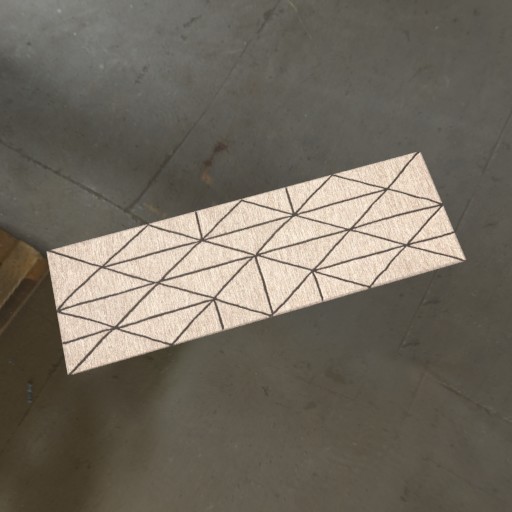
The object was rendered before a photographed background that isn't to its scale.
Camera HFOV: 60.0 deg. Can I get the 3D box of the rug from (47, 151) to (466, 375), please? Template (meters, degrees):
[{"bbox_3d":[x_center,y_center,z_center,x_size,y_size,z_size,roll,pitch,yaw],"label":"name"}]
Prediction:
[{"bbox_3d":[0.000,0.000,2.697,2.438,0.012,0.762,-16,76,-4],"label":"rug"}]
